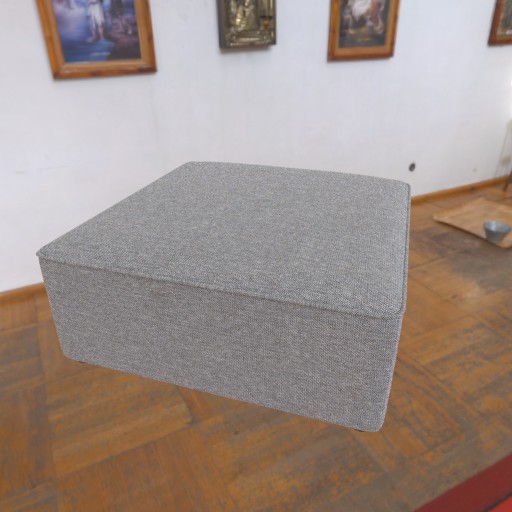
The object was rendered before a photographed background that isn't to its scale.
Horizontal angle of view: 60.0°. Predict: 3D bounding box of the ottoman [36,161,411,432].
[{"bbox_3d":[0.000,0.000,1.596,1.005,0.455,1.005,8,29,16],"label":"ottoman"}]
